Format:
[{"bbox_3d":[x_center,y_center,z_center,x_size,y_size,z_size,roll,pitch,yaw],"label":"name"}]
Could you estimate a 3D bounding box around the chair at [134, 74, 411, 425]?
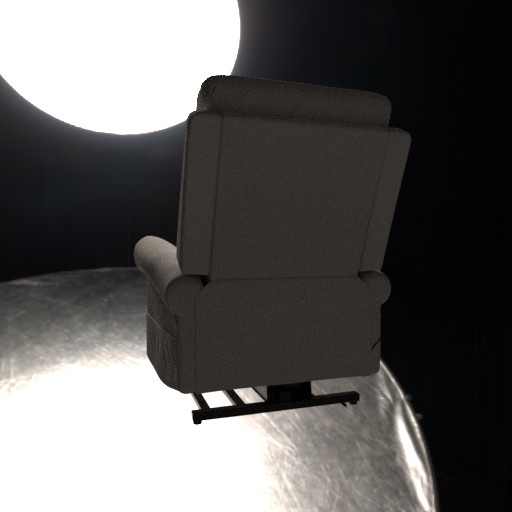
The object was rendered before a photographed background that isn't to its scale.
[{"bbox_3d":[0.000,0.000,1.702,0.871,1.031,0.979,-1,2,-18],"label":"chair"}]
